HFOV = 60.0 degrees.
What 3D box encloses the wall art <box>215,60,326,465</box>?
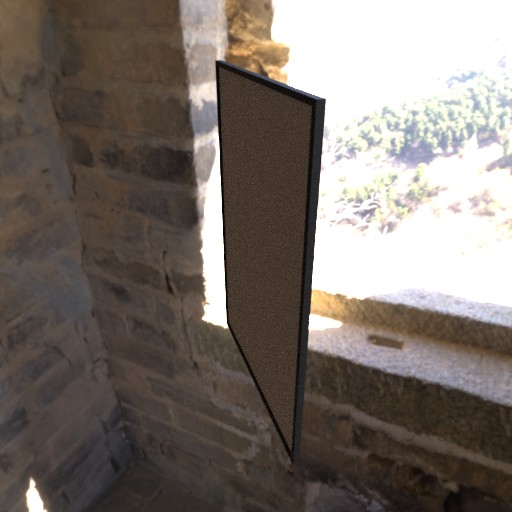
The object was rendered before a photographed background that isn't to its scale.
[{"bbox_3d":[0.000,0.000,0.865,0.013,0.660,0.460,-10,31,-17],"label":"wall art"}]
